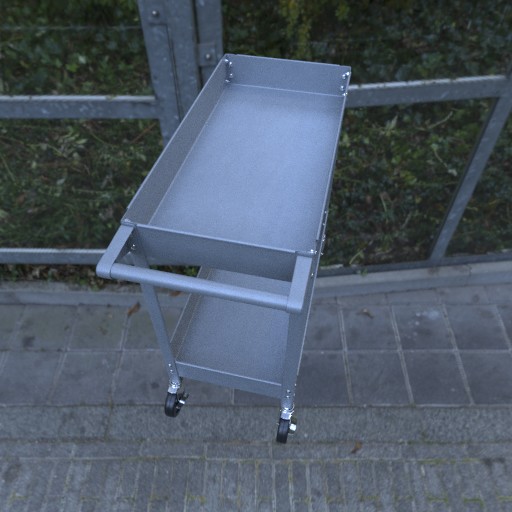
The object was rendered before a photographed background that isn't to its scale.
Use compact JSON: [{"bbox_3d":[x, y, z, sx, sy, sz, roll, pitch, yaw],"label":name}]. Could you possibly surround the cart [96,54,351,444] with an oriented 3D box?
[{"bbox_3d":[0.000,0.000,1.185,0.366,0.719,0.779,10,49,9],"label":"cart"}]
